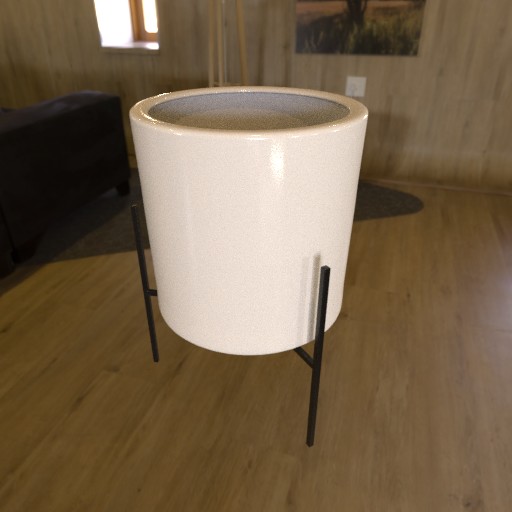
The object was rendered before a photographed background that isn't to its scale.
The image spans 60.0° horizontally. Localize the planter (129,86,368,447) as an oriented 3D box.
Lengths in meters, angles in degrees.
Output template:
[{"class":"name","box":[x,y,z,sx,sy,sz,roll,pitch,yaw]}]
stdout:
[{"class":"planter","box":[0.000,0.000,0.646,0.307,0.431,0.308,19,34,29]}]
